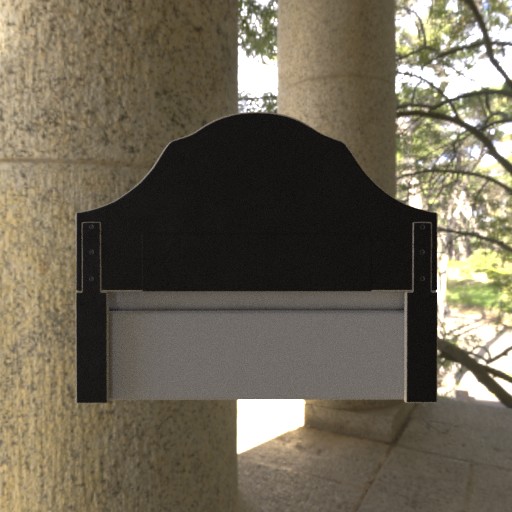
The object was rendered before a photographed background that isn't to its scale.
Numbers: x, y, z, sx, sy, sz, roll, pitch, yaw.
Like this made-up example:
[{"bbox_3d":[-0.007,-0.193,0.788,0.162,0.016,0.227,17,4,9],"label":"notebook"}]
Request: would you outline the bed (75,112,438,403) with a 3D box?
[{"bbox_3d":[0.000,0.000,3.398,2.012,1.555,2.086,0,1,0],"label":"bed"}]
